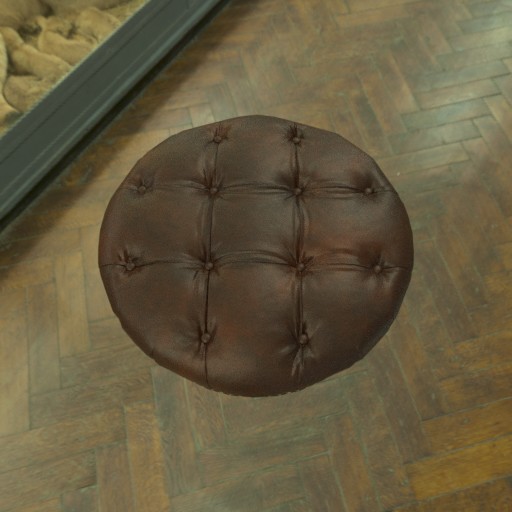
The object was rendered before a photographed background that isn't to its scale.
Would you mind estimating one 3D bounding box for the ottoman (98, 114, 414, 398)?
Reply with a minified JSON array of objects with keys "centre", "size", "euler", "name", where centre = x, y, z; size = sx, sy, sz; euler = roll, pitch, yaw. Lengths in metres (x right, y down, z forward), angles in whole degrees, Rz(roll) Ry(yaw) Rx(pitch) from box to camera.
[{"centre":[0.000,0.000,1.400],"size":[0.901,0.455,0.901],"euler":[0,64,0],"name":"ottoman"}]
